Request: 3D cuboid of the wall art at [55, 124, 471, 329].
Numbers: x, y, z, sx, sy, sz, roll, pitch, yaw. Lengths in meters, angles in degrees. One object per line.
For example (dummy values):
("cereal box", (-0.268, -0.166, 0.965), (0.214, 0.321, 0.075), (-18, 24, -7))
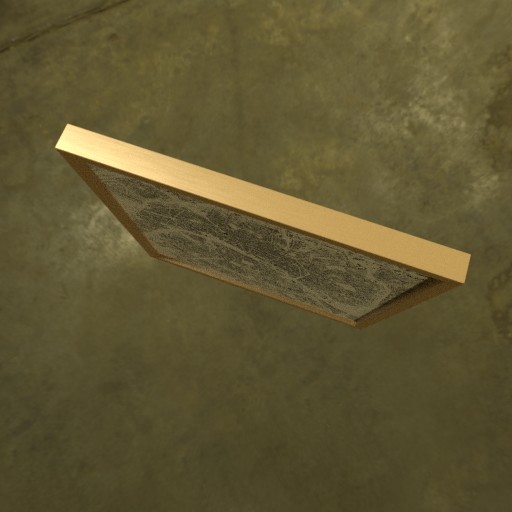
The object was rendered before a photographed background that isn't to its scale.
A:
("wall art", (0.000, 0.000, 0.768), (0.509, 0.509, 0.036), (19, 76, 5))
